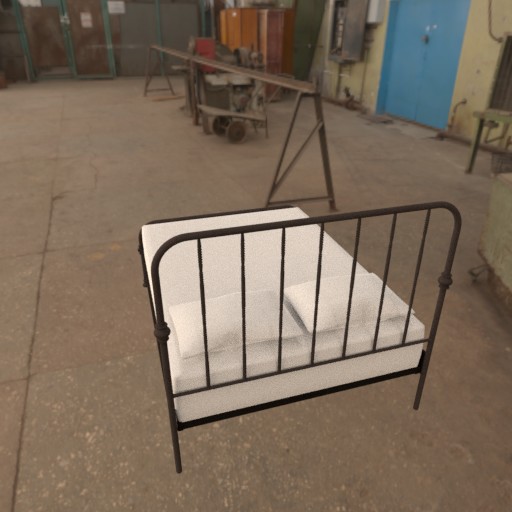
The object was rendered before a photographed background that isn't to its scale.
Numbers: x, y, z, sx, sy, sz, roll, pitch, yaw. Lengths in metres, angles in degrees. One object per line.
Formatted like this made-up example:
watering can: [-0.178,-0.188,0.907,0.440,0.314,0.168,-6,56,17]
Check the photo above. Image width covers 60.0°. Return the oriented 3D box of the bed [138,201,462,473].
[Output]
bed: [0.000,0.000,3.216,1.616,1.446,2.134,-8,29,-15]
